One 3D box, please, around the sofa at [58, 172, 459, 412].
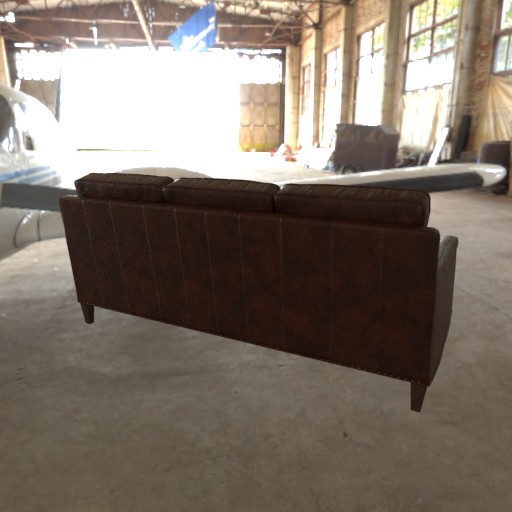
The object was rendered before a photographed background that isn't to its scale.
[{"bbox_3d":[0.000,0.000,2.735,2.240,1.003,1.084,8,17,27],"label":"sofa"}]
